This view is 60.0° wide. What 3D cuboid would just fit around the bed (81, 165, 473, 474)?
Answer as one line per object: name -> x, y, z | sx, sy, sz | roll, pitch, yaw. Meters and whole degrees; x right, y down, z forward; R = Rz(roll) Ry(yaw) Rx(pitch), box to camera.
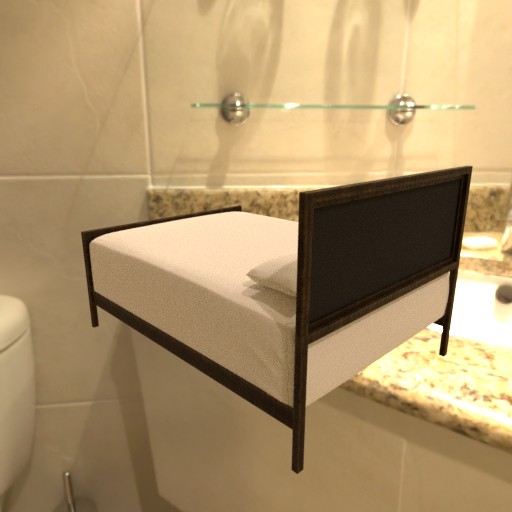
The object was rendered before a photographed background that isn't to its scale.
bed -> 0.000, 0.000, 3.177 | 1.607, 1.313, 2.221 | -16, 23, -42
